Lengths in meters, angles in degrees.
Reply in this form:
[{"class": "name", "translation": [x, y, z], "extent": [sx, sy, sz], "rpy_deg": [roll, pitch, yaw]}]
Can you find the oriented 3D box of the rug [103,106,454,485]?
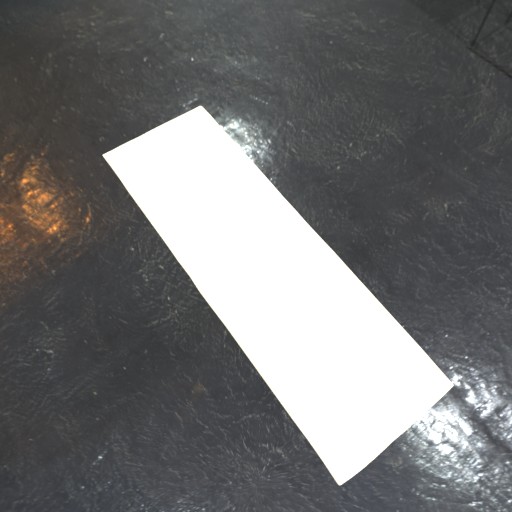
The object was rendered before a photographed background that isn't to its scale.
[{"class": "rug", "translation": [0.000, 0.000, 2.639], "extent": [0.793, 0.014, 2.450], "rpy_deg": [-33, 67, -15]}]
